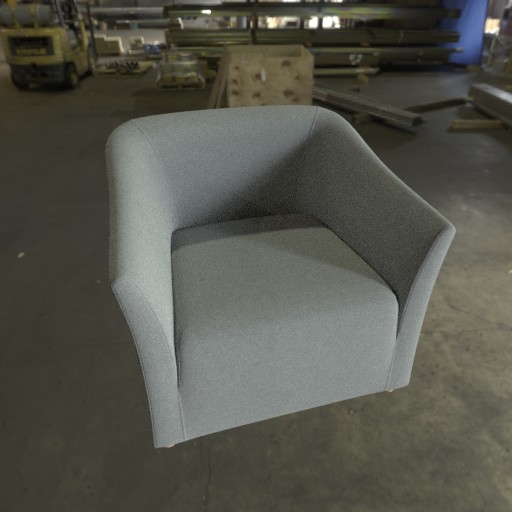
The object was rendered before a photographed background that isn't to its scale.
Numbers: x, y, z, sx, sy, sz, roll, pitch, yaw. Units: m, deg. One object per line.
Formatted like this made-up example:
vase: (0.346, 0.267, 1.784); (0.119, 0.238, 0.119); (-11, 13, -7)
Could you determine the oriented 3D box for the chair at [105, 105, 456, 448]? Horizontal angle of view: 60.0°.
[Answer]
chair: (0.000, 0.000, 1.331); (0.790, 0.720, 0.700); (-9, 33, -14)
